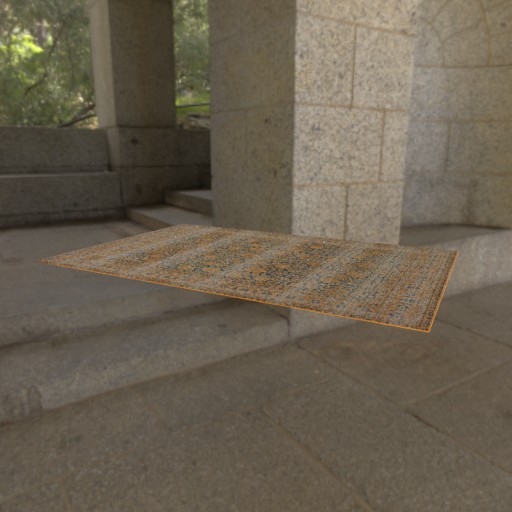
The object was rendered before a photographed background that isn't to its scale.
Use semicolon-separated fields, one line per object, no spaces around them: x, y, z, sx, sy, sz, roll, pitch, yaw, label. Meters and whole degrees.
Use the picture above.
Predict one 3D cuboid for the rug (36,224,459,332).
0.000;0.000;2.915;2.336;0.007;1.525;7;16;27;rug
